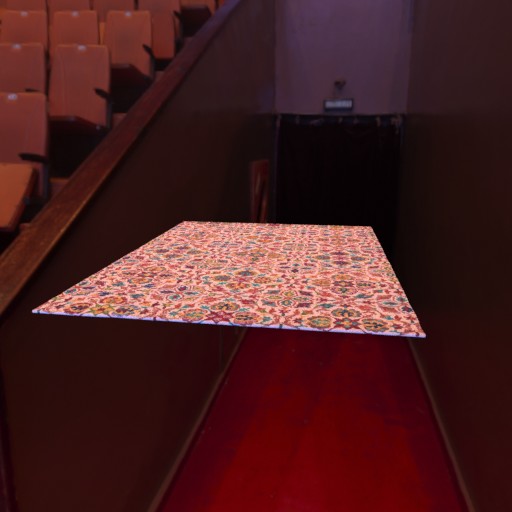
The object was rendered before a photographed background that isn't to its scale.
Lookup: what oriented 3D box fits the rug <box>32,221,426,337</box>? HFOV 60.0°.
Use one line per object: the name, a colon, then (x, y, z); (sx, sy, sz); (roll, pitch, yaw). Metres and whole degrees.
rug: (0.000, 0.000, 4.221); (2.446, 0.020, 3.215); (2, 15, 8)
